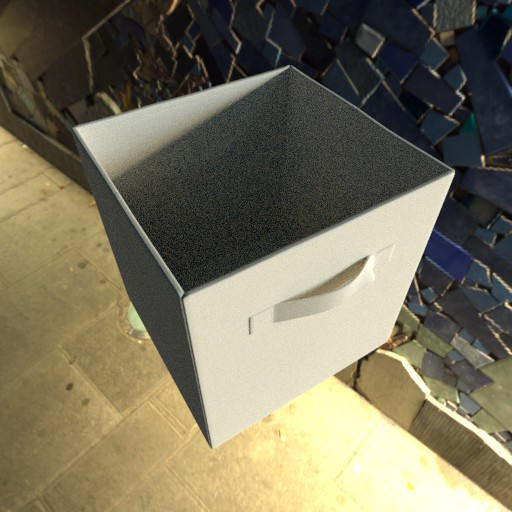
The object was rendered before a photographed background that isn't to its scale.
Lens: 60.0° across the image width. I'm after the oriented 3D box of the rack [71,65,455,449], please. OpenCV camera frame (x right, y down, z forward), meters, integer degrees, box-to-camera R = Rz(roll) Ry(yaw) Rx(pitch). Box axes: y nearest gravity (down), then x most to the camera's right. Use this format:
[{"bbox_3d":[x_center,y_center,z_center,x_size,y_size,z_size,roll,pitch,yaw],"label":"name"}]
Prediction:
[{"bbox_3d":[0.000,0.000,0.508,0.270,0.280,0.270,-25,52,-21],"label":"rack"}]
